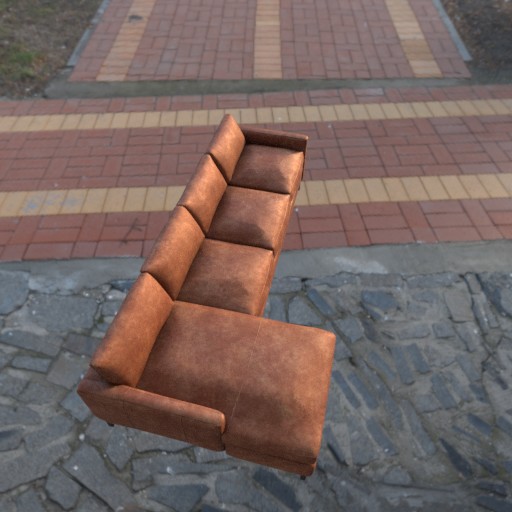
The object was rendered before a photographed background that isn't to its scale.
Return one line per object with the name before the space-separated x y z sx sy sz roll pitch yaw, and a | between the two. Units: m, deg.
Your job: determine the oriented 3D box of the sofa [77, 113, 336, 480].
sofa | 0.000 0.000 3.621 1.471 0.859 2.993 11 50 9
